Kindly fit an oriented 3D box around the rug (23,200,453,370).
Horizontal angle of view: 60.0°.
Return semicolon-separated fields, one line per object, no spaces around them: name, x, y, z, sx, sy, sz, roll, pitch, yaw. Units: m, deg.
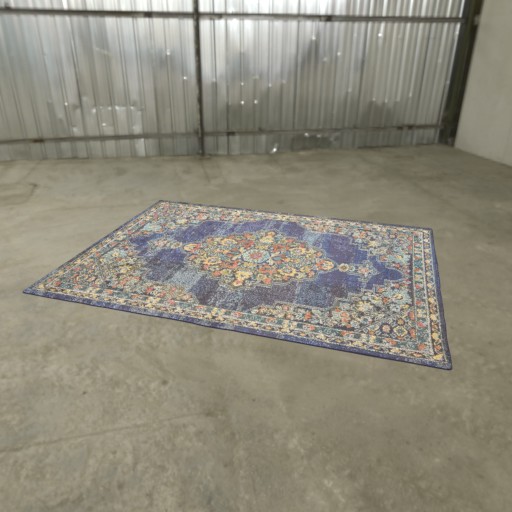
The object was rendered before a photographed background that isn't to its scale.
rug;0.000;0.000;2.859;2.232;0.009;1.630;8;27;15
